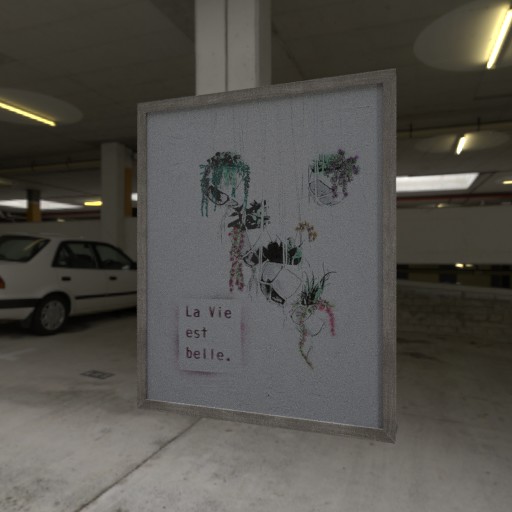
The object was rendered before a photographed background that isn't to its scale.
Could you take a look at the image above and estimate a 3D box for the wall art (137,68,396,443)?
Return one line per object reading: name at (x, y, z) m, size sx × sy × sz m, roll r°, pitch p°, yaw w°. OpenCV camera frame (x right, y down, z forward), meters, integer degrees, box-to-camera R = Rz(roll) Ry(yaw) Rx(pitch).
wall art at (0.000, 0.000, 0.700) m, size 0.421 × 0.521 × 0.032 m, roll 0°, pitch 0°, yaw 19°
